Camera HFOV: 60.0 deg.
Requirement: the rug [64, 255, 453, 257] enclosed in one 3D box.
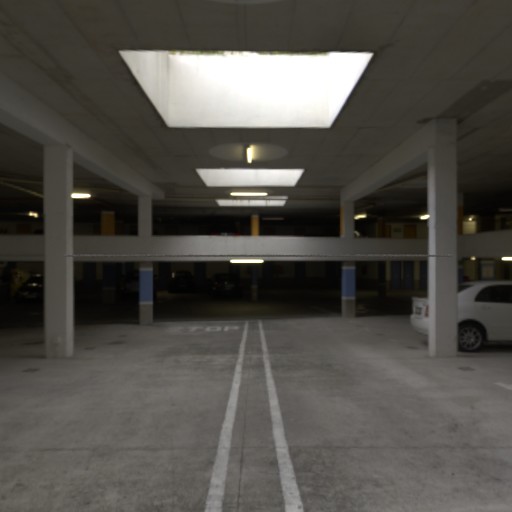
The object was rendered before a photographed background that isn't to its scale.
[{"bbox_3d":[0.000,0.000,2.929,1.600,0.008,2.235,0,0,-1],"label":"rug"}]
